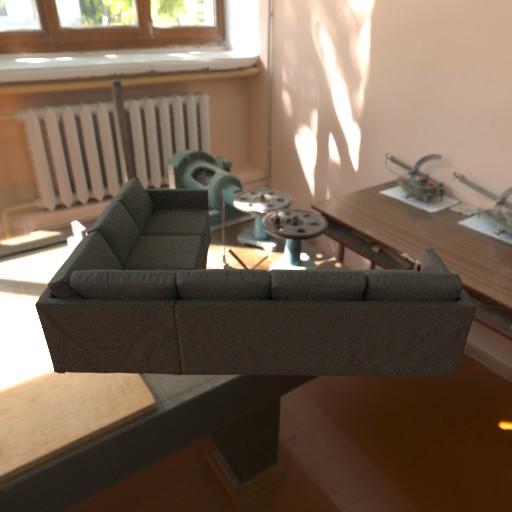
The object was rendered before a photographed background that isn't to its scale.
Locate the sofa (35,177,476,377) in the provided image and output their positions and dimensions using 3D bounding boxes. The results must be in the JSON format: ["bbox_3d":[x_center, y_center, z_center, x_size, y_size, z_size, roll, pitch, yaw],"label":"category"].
[{"bbox_3d":[0.000,0.000,4.335,3.182,0.871,2.432,0,29,1],"label":"sofa"}]
